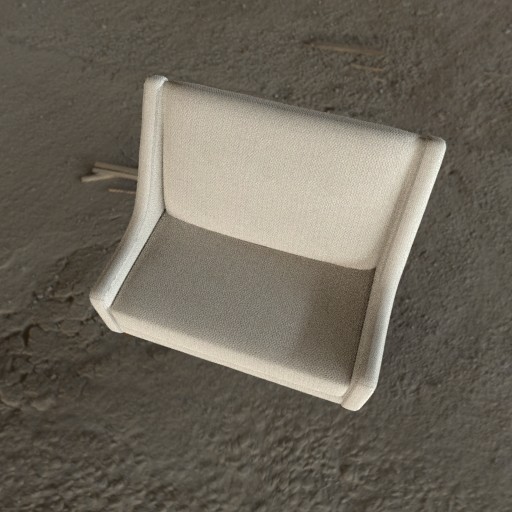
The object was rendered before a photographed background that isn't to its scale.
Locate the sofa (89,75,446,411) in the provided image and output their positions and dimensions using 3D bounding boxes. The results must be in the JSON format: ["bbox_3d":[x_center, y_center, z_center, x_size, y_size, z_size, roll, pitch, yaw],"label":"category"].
[{"bbox_3d":[0.000,0.000,1.952,1.242,1.022,0.870,16,59,10],"label":"sofa"}]
